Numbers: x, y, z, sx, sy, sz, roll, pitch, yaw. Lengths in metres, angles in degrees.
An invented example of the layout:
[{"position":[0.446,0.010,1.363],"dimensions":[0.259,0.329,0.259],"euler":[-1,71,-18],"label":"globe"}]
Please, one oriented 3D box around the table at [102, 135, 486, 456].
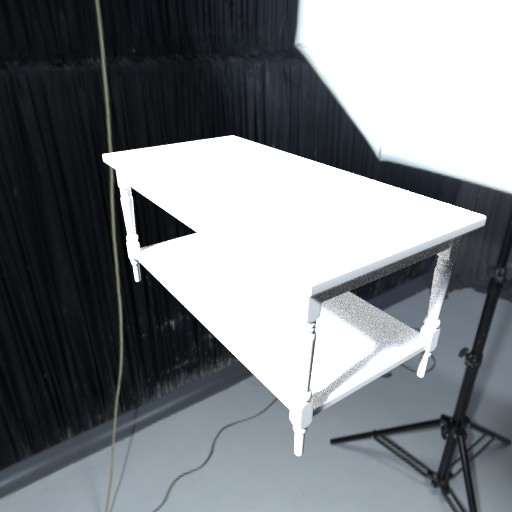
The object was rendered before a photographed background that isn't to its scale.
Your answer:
[{"position":[0.000,0.000,1.419],"dimensions":[0.550,0.510,1.107],"euler":[-18,32,-31],"label":"table"}]
